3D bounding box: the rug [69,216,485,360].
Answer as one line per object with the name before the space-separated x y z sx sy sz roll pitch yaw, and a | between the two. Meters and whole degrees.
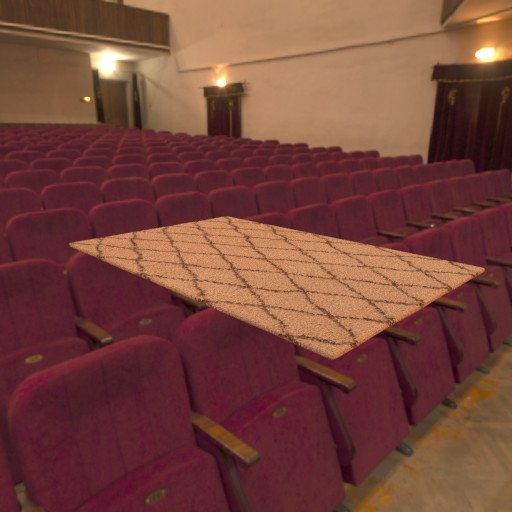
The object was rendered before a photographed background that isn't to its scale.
rug | 0.000 0.000 3.416 1.778 0.030 2.743 -15 22 -42
